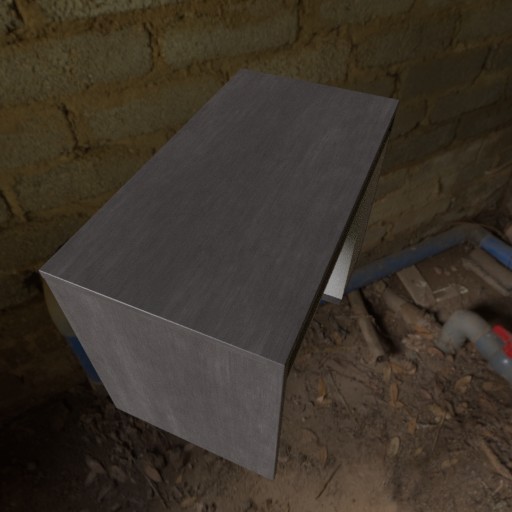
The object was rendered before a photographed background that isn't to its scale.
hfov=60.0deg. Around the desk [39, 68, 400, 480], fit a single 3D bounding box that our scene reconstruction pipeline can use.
[{"bbox_3d":[0.000,0.000,1.543,0.600,0.750,1.100,18,50,16],"label":"desk"}]
